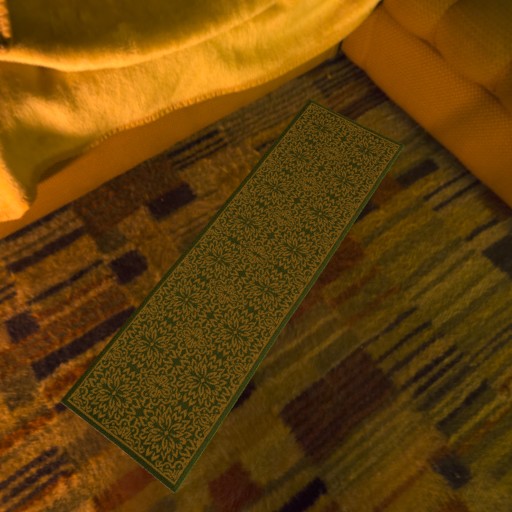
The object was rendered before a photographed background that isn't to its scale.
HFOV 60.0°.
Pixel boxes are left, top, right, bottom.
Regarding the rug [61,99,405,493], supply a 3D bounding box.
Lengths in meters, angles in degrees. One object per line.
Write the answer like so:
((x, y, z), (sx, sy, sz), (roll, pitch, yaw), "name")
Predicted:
((0.000, 0.000, 2.317), (0.662, 0.011, 2.196), (31, 68, 14), "rug")
